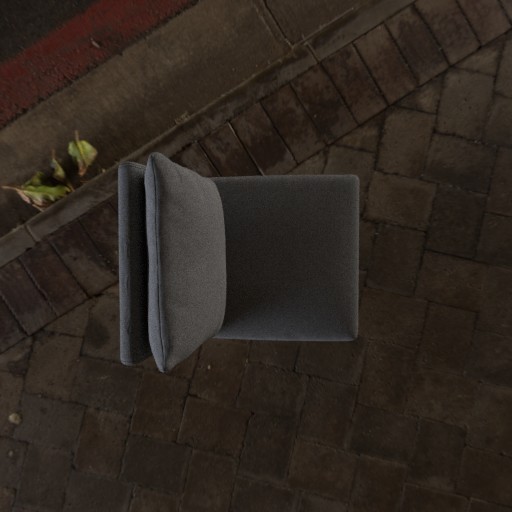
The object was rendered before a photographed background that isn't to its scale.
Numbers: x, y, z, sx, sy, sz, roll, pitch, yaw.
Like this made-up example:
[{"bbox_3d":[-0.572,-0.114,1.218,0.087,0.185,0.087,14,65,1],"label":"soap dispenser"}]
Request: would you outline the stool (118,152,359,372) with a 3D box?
[{"bbox_3d":[0.000,0.000,1.417,0.569,1.130,0.463,0,92,0],"label":"stool"}]
